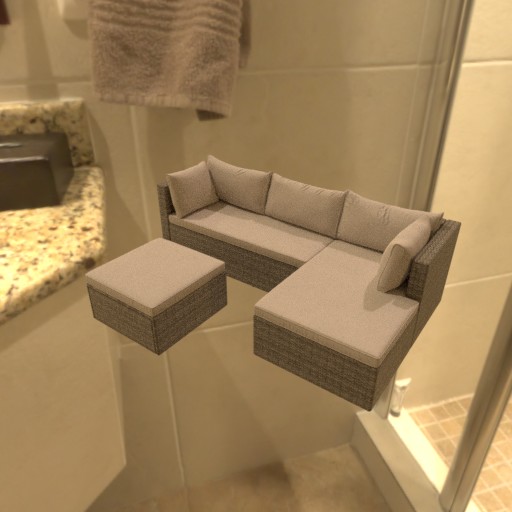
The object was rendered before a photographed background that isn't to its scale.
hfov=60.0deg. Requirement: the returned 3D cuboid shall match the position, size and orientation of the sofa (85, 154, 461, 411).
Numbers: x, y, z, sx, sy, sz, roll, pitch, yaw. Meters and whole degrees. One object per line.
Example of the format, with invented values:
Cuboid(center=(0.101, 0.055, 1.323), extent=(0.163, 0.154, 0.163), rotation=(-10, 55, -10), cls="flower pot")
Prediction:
Cuboid(center=(0.000, 0.000, 3.055), extent=(2.192, 0.766, 1.662), rotation=(20, 35, 31), cls="sofa")
